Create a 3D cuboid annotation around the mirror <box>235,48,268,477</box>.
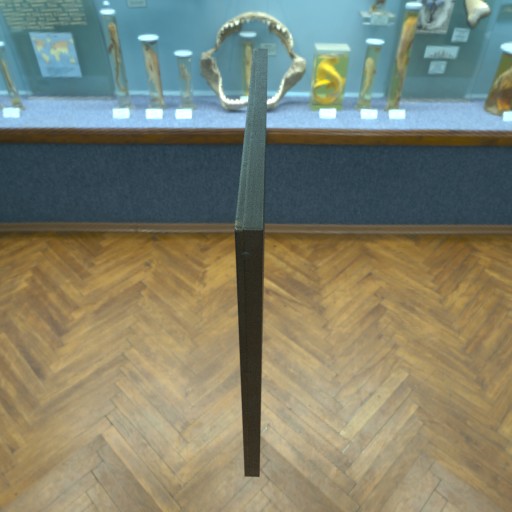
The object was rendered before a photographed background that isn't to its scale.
[{"bbox_3d":[0.000,0.000,0.556,0.020,0.381,0.382,1,41,1],"label":"mirror"}]
